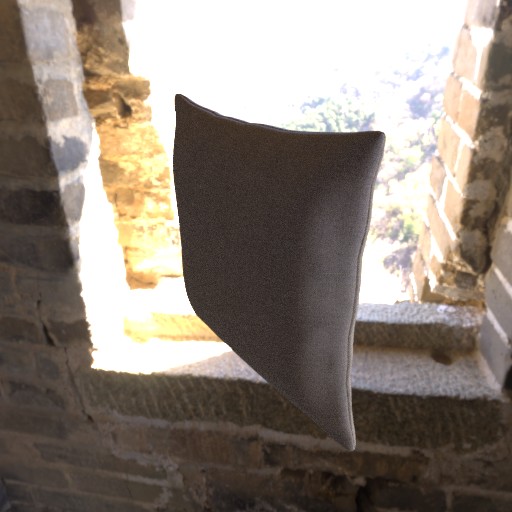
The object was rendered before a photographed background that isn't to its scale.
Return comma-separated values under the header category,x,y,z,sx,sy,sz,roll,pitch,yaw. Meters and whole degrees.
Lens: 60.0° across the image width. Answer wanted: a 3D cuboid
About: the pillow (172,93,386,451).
category,x,y,z,sx,sy,sz,roll,pitch,yaw
pillow,0.000,0.000,0.793,0.166,0.510,0.523,-17,31,-32
